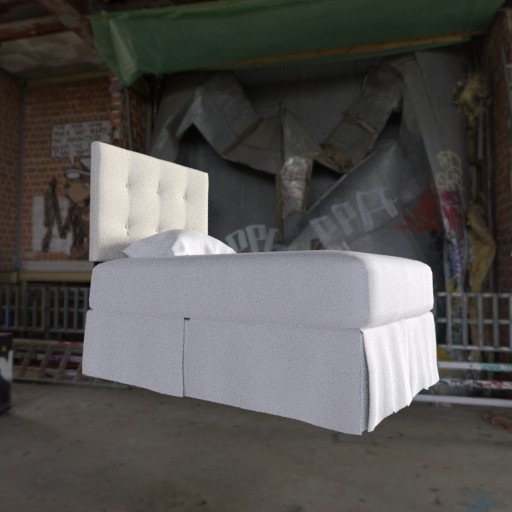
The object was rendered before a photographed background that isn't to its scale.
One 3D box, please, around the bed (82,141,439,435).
[{"bbox_3d":[0.000,0.000,2.879,1.997,1.571,1.261,-2,-3,35],"label":"bed"}]
